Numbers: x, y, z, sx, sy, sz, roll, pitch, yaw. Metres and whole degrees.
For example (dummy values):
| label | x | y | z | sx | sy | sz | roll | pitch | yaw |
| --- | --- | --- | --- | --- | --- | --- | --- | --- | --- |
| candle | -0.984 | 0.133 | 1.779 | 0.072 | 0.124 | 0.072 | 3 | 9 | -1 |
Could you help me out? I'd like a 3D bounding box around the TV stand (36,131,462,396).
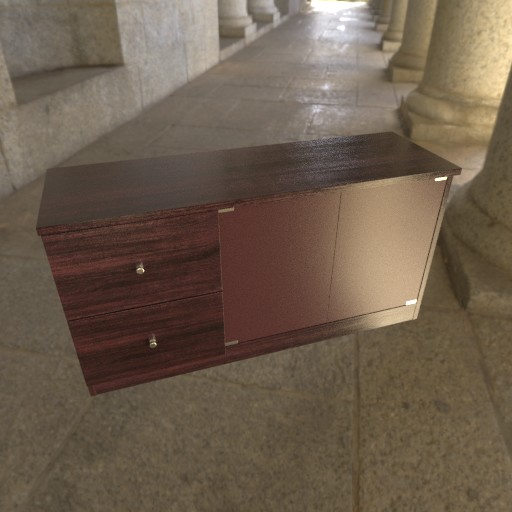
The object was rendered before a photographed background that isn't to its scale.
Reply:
| label | x | y | z | sx | sy | sz | roll | pitch | yaw |
| --- | --- | --- | --- | --- | --- | --- | --- | --- | --- |
| TV stand | 0.000 | 0.000 | 1.493 | 1.192 | 0.614 | 0.404 | -10 | 34 | -15 |
